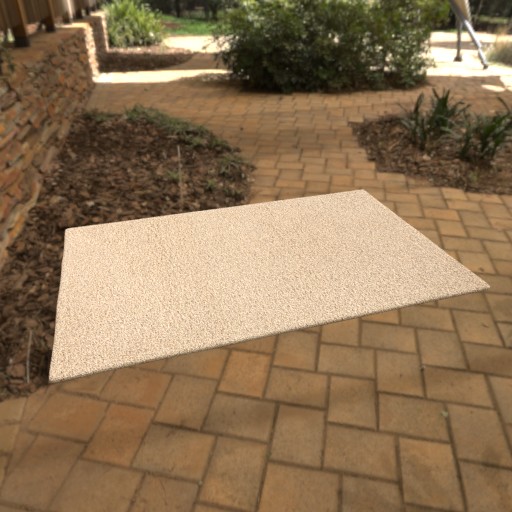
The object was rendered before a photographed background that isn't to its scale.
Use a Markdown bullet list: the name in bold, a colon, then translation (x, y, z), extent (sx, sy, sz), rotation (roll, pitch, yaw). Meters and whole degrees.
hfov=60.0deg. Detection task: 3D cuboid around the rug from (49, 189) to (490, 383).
- **rug**: translation (0.000, 0.000, 2.929), extent (2.438, 0.030, 1.524), rotation (-9, 33, -15)
